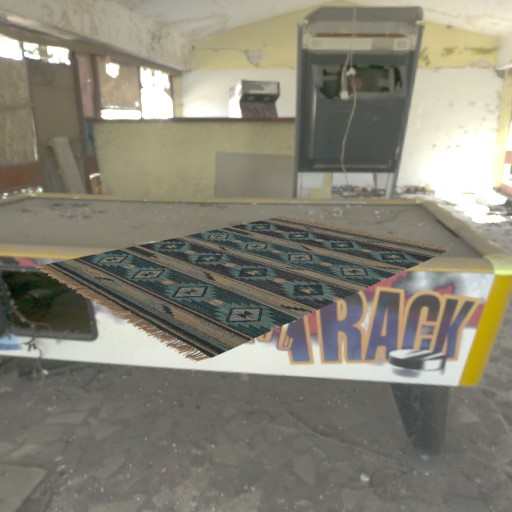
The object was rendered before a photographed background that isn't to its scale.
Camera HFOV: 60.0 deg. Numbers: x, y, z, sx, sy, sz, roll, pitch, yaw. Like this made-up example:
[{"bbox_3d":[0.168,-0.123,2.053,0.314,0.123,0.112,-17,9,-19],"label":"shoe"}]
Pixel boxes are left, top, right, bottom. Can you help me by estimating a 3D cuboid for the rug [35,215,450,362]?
[{"bbox_3d":[0.000,0.000,4.290,3.307,0.047,2.418,-15,22,-42],"label":"rug"}]
